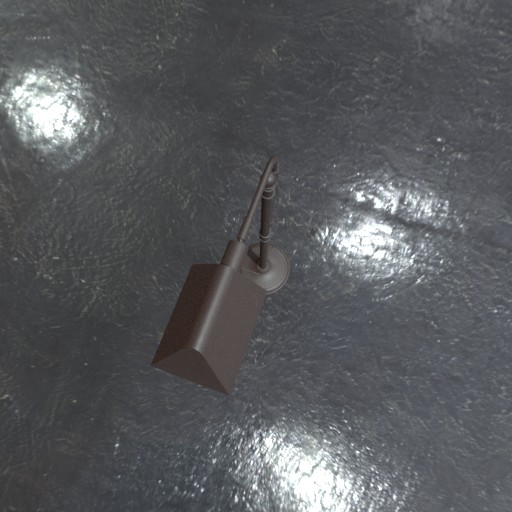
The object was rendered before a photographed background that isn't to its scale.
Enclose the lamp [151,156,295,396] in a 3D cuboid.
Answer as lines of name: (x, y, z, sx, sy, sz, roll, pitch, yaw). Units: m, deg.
lamp: (0.000, 0.000, 0.957, 0.159, 0.708, 0.545, 19, 76, 5)
